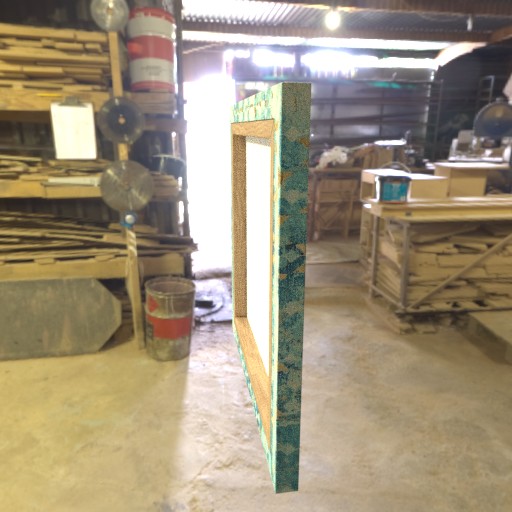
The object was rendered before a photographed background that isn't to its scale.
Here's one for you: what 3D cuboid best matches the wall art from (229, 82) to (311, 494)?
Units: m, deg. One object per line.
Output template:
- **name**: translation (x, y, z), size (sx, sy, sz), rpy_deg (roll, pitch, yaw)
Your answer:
- **wall art**: translation (0.000, 0.000, 0.908), size (0.040, 0.609, 0.609), rpy_deg (-3, 16, -9)
